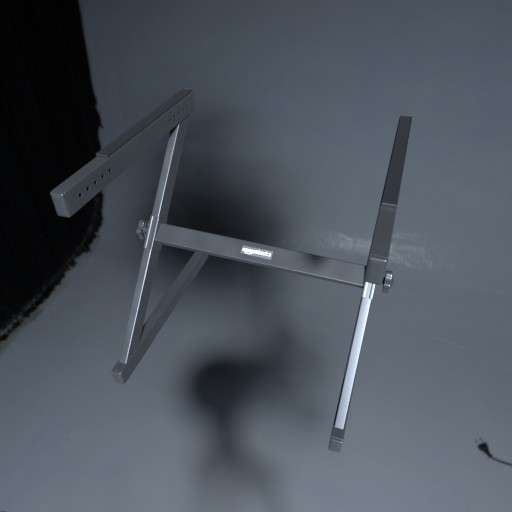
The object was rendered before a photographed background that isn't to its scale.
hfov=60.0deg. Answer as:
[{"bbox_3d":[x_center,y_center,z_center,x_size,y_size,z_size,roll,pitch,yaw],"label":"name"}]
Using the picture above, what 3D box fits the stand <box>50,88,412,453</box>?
[{"bbox_3d":[0.000,0.000,1.160,0.700,0.617,0.586,12,41,14],"label":"stand"}]
